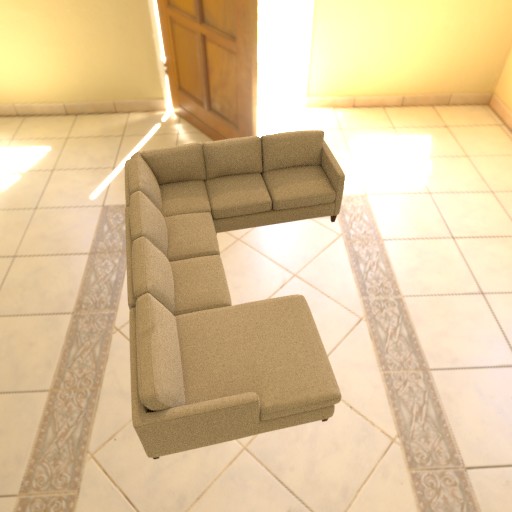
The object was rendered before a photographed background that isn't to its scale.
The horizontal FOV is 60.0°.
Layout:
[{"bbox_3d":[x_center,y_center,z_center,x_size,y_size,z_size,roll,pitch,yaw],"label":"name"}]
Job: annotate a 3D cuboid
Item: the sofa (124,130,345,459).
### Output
[{"bbox_3d":[0.000,0.000,4.666,2.593,0.959,3.460,-9,47,-9],"label":"sofa"}]
